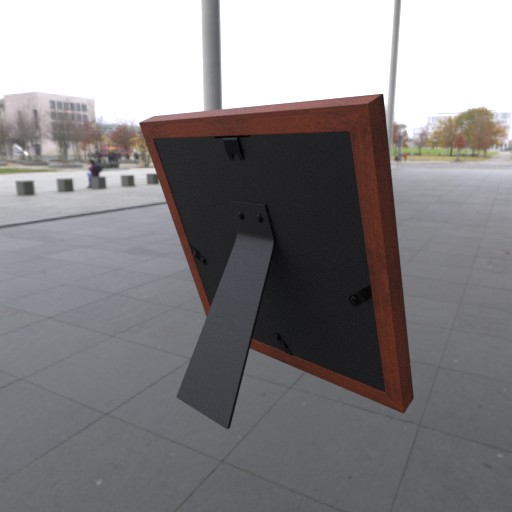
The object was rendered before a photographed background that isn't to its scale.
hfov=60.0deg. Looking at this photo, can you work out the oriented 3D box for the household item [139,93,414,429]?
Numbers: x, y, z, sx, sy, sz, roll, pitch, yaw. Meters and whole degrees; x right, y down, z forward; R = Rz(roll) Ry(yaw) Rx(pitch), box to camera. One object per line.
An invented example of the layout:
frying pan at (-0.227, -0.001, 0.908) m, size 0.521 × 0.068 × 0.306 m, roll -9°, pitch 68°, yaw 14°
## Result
household item at (0.000, 0.000, 0.379) m, size 0.240 × 0.240 × 0.131 m, roll 13°, pitch 18°, yaw 43°
